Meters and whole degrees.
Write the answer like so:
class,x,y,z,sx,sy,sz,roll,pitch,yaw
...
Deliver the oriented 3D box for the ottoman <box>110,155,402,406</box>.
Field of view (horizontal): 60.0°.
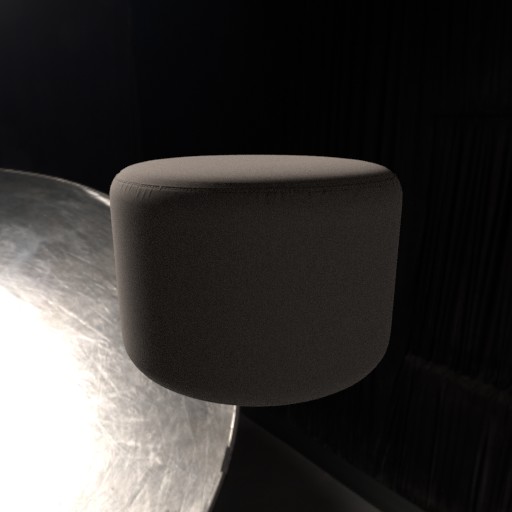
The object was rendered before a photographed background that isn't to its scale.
class,x,y,z,sx,sy,sz,roll,pitch,yaw
ottoman,0.000,0.000,1.003,0.608,0.433,0.608,0,16,0
